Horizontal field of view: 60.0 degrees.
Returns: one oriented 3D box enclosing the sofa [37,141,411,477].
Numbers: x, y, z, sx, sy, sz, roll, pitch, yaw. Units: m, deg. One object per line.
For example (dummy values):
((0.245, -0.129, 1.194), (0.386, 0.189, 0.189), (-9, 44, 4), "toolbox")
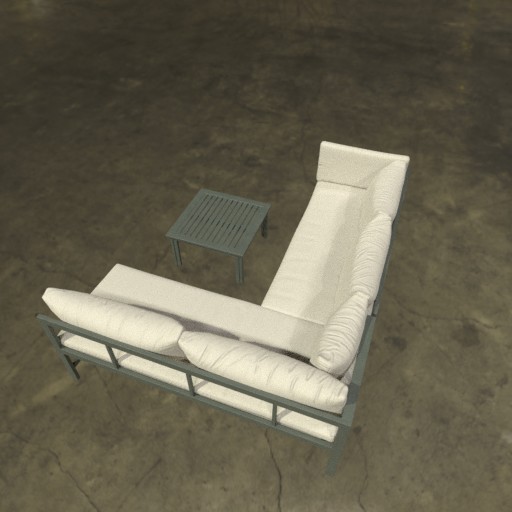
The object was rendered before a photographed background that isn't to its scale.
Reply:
((0.000, 0.000, 2.966), (1.658, 0.758, 2.096), (15, 47, 14), "sofa")
